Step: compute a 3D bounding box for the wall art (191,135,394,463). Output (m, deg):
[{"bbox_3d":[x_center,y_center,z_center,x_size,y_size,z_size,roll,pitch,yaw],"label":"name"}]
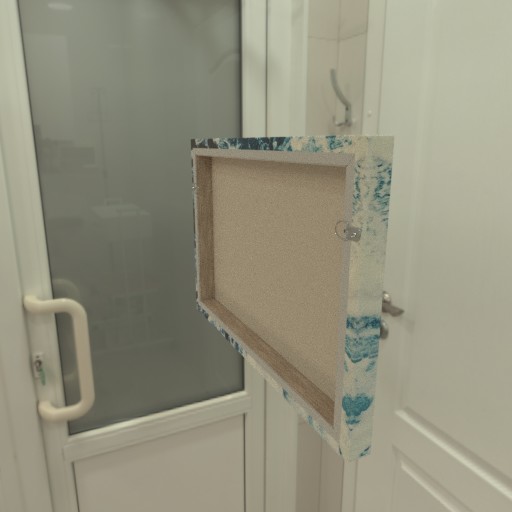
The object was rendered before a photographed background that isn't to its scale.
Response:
[{"bbox_3d":[0.000,0.000,0.788,0.043,0.407,0.609,-7,16,-25],"label":"wall art"}]
